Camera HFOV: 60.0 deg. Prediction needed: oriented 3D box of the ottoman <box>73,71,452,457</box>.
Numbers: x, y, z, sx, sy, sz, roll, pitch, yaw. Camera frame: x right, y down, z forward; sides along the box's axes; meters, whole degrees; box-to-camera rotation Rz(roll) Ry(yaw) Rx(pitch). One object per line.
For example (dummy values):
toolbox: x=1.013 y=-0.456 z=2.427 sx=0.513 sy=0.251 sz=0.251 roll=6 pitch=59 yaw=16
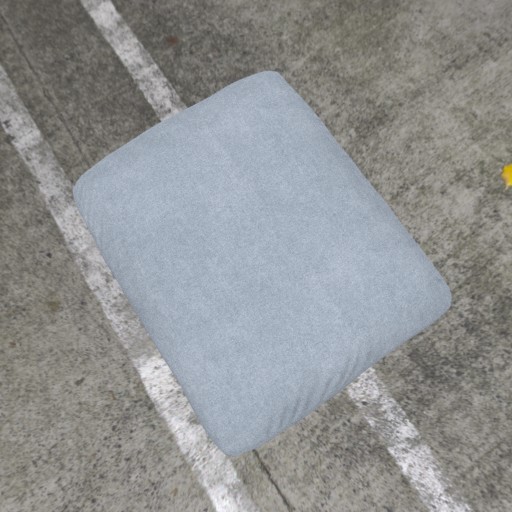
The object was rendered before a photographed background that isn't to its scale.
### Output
ottoman: x=0.000 y=0.000 z=1.241 sx=0.683 sy=0.481 sz=0.837 roll=-33 pitch=78 yaw=-8
